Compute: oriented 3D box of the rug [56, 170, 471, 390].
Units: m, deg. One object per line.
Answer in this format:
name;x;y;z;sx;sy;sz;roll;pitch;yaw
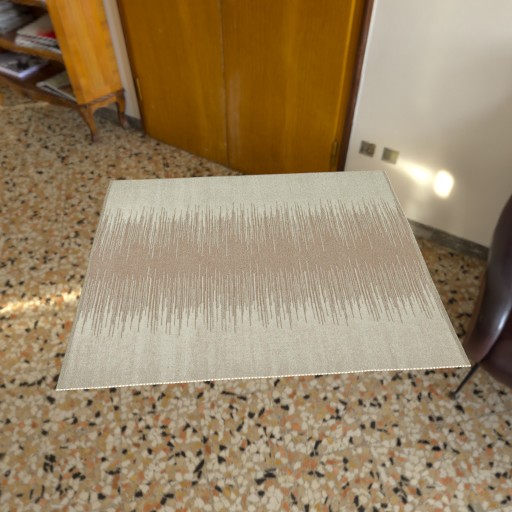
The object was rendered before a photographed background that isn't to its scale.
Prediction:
rug;0.000;0.000;4.053;3.048;0.013;2.438;-3;47;-2
